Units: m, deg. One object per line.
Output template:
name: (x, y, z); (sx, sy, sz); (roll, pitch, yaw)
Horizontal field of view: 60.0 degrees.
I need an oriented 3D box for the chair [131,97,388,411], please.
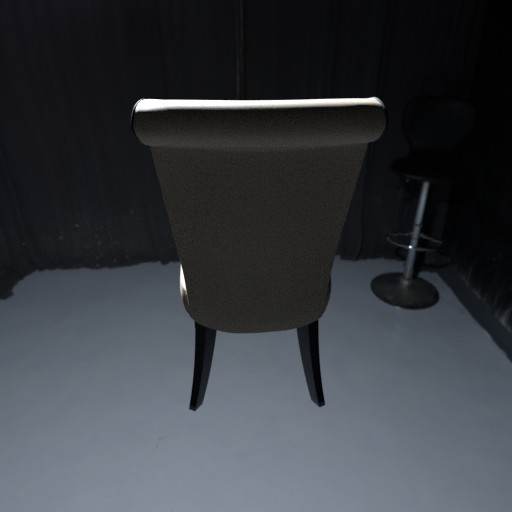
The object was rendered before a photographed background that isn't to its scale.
chair: (0.000, 0.000, 1.344); (0.522, 0.997, 0.623); (-1, 30, -2)
